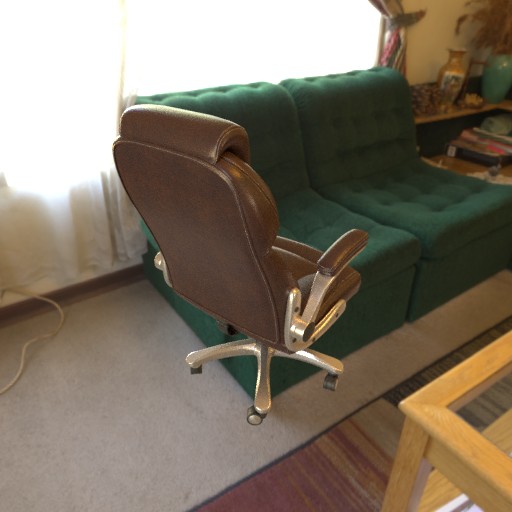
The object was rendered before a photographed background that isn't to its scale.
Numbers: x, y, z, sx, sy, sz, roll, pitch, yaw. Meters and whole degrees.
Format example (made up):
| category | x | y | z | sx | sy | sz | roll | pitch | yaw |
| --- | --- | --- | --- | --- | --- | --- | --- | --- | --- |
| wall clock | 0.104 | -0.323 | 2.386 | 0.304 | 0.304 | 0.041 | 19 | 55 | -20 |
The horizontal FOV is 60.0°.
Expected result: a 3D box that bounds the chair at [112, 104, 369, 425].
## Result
| category | x | y | z | sx | sy | sz | roll | pitch | yaw |
| --- | --- | --- | --- | --- | --- | --- | --- | --- | --- |
| chair | 0.000 | 0.000 | 1.652 | 0.733 | 1.160 | 0.774 | 22 | 37 | 33 |
